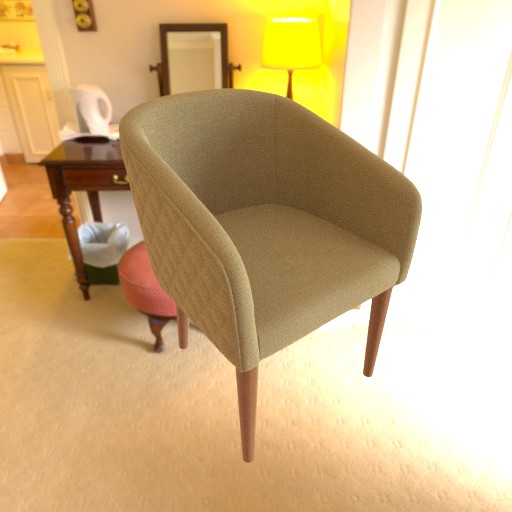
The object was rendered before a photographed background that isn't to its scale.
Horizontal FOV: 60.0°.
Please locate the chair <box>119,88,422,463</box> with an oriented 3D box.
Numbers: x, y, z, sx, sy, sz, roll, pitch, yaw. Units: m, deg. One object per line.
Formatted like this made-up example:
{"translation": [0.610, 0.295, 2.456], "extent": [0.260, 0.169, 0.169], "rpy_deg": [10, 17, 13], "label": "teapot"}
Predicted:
{"translation": [0.000, 0.000, 1.210], "extent": [0.584, 0.775, 0.616], "rpy_deg": [-22, 37, -32], "label": "chair"}
